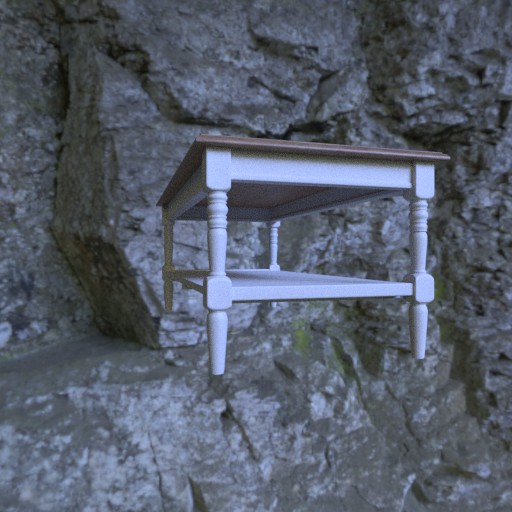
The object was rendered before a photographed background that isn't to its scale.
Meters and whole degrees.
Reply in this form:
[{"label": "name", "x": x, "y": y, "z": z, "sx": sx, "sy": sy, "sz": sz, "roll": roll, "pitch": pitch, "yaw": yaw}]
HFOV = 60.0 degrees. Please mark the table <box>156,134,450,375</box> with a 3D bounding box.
[{"label": "table", "x": 0.000, "y": 0.000, "z": 1.428, "sx": 0.559, "sy": 0.458, "sz": 1.118, "roll": 0, "pitch": 0, "yaw": -16}]
